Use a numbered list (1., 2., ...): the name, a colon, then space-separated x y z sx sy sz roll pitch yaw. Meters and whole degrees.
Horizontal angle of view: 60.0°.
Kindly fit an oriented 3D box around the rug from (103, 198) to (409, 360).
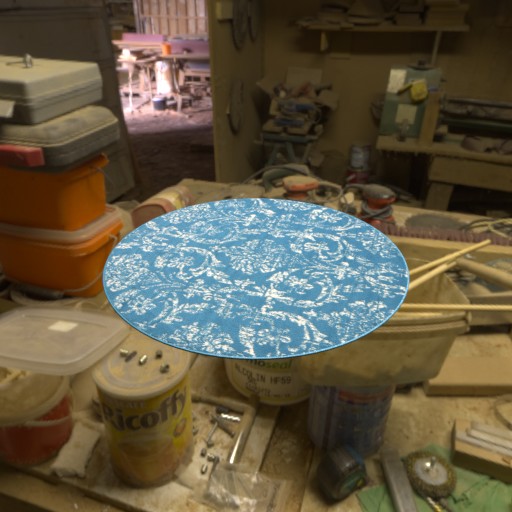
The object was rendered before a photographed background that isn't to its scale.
1. rug: 0.000 0.000 2.401 1.593 0.012 1.593 0 30 0
